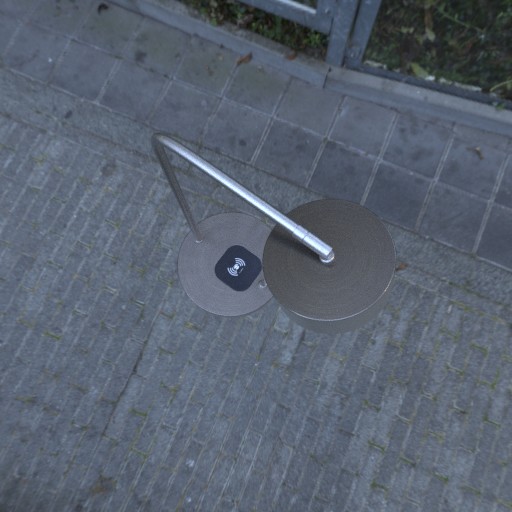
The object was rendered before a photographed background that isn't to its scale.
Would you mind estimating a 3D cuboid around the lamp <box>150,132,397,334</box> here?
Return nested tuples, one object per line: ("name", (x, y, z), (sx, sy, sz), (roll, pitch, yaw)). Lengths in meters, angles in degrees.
("lamp", (0.000, 0.000, 0.664), (0.334, 0.469, 0.211), (36, 79, 8))
